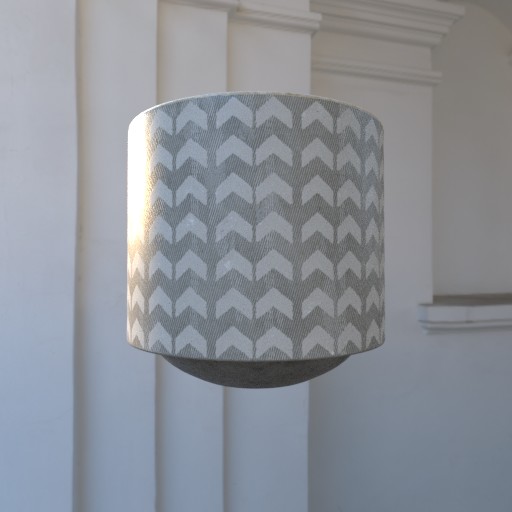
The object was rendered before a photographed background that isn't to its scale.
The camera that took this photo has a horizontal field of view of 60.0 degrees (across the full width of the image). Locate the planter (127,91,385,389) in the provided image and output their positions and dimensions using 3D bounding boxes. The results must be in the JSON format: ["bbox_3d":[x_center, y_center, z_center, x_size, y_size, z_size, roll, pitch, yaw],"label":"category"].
[{"bbox_3d":[0.000,0.000,0.341,0.190,0.181,0.190,0,-1,0],"label":"planter"}]
